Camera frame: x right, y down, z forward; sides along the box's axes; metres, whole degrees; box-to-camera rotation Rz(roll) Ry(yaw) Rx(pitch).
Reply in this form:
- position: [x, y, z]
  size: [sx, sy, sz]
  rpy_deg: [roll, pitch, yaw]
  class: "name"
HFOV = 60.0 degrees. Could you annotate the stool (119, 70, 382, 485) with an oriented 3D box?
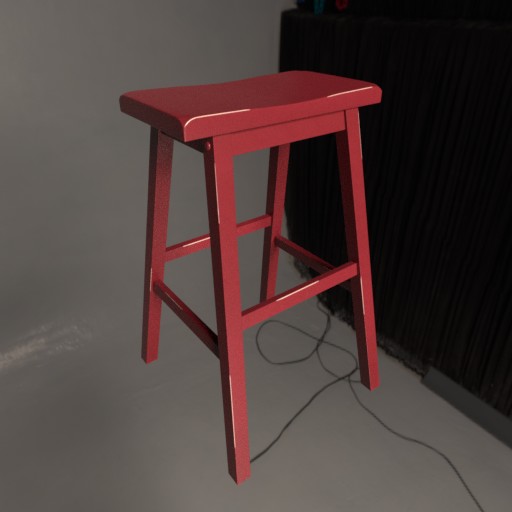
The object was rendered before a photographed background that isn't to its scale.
- position: [0.000, 0.000, 1.024]
  size: [0.457, 0.737, 0.476]
  rpy_deg: [-21, 37, -31]
  class: "stool"
